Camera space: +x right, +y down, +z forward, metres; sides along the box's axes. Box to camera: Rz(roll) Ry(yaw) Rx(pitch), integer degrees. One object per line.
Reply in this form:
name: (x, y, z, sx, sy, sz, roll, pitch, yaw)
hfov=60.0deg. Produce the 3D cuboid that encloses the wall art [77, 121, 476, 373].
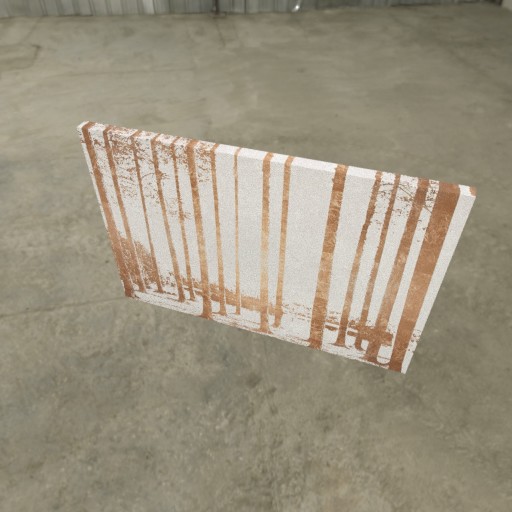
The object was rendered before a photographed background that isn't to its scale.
wall art: (0.000, 0.000, 1.186, 0.914, 0.609, 0.035, 13, 44, 14)
